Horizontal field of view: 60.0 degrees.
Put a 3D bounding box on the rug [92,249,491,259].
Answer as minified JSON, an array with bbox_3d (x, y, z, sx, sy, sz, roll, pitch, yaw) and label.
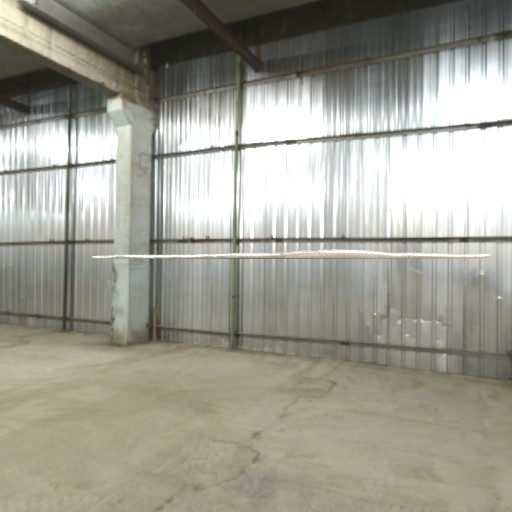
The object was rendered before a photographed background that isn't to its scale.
[{"bbox_3d":[0.000,0.000,3.060,1.537,0.036,2.447,0,-1,-36],"label":"rug"}]
